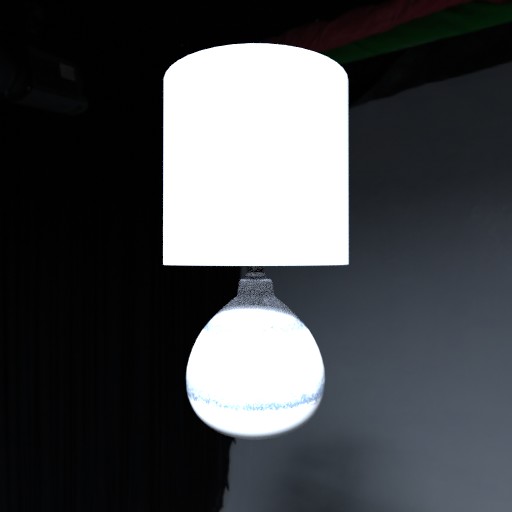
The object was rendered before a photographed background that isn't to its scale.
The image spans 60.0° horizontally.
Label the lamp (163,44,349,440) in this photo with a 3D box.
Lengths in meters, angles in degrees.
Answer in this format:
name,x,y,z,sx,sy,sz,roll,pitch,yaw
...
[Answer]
name,x,y,z,sx,sy,sz,roll,pitch,yaw
lamp,0.000,0.000,0.529,0.216,0.404,0.216,0,-1,36
